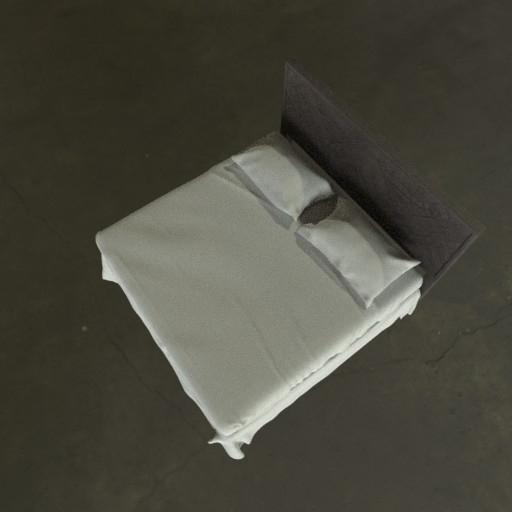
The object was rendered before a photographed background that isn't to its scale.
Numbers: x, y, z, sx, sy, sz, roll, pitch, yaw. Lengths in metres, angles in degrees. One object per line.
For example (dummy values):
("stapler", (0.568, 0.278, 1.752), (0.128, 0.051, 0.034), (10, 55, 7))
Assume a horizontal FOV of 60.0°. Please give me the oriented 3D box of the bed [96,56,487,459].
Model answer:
("bed", (0.000, 0.000, 2.863), (1.785, 1.142, 1.772), (-34, 68, -15))
